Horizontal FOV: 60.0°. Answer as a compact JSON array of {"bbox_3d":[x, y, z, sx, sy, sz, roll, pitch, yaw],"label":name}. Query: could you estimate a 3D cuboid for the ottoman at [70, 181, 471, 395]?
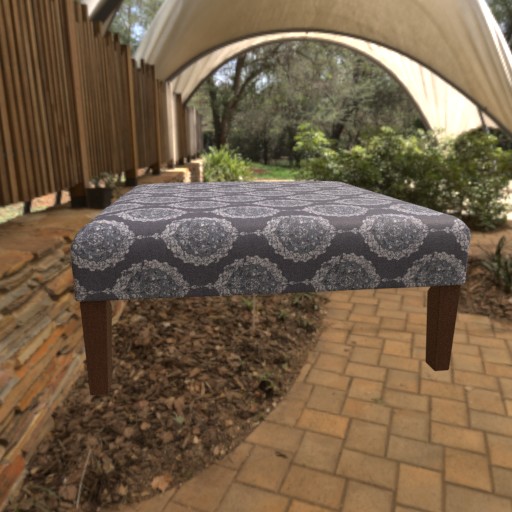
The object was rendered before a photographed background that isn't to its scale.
[{"bbox_3d":[0.000,0.000,1.420,0.890,0.409,0.889,-2,15,-7],"label":"ottoman"}]
